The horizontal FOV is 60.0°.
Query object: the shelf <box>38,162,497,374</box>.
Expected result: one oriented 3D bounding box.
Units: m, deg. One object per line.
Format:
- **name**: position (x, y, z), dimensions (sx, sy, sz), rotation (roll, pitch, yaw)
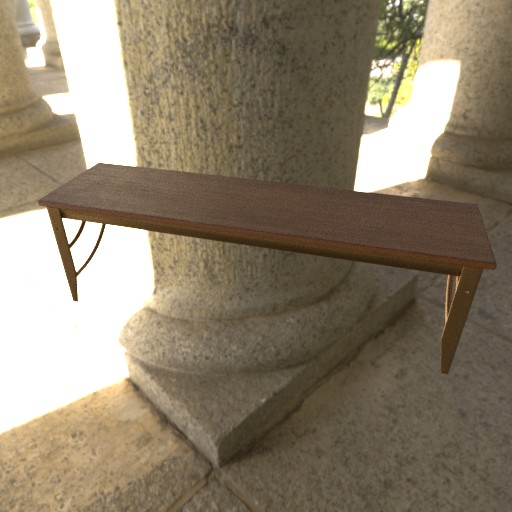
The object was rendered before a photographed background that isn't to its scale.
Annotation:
- **shelf**: position (0.000, 0.000, 0.712), dimensions (0.636, 0.190, 0.166), rotation (9, 34, 13)
